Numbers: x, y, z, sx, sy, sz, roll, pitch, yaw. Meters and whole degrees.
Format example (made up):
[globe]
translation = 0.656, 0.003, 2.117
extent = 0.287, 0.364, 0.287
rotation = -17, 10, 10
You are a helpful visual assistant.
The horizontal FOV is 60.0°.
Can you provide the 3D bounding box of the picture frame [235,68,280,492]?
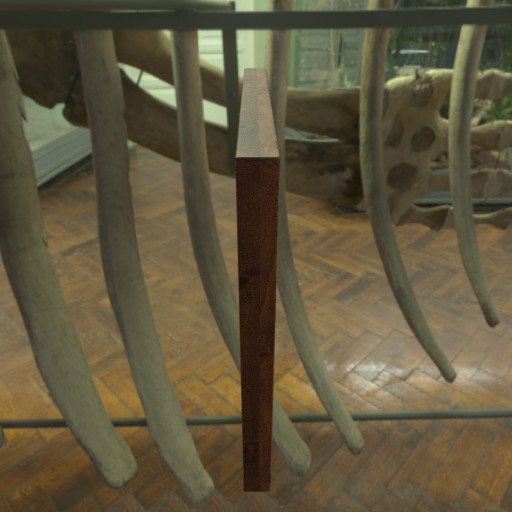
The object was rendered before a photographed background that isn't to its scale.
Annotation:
[picture frame]
translation = 0.000, 0.000, 0.515
extent = 0.028, 0.356, 0.352
rotation = 0, 31, 0
